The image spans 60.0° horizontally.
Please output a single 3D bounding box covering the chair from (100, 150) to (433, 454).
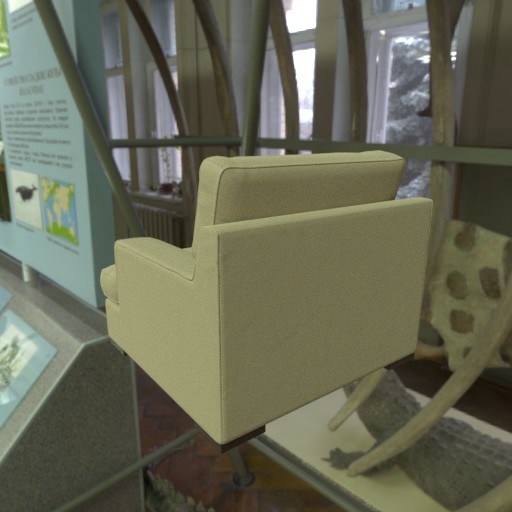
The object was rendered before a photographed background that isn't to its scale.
[{"bbox_3d":[0.000,0.000,2.162,1.293,1.005,1.274,-15,21,-43],"label":"chair"}]
